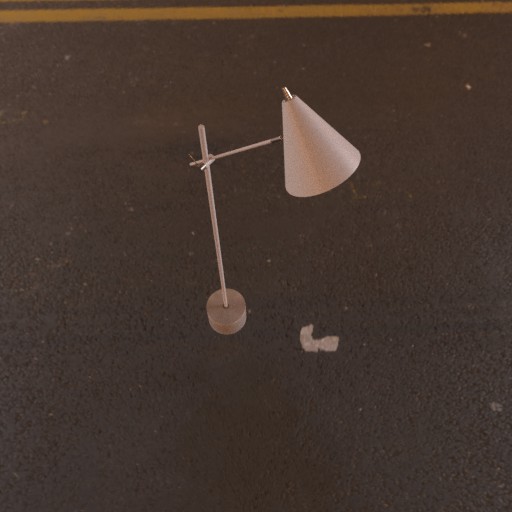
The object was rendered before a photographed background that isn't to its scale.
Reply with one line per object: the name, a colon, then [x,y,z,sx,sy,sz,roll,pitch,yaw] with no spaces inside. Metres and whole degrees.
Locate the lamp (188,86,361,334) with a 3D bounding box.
lamp: [0.000,0.000,1.534,0.508,1.430,0.223,32,64,18]
